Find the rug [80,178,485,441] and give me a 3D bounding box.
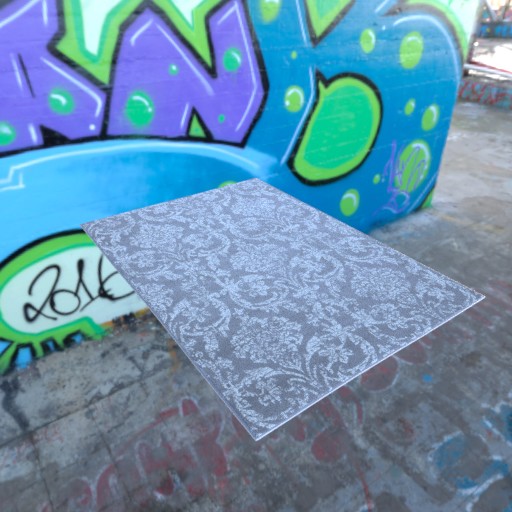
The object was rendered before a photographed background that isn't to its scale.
[{"bbox_3d":[0.000,0.000,2.851,1.578,0.014,2.206,-20,37,-30],"label":"rug"}]
